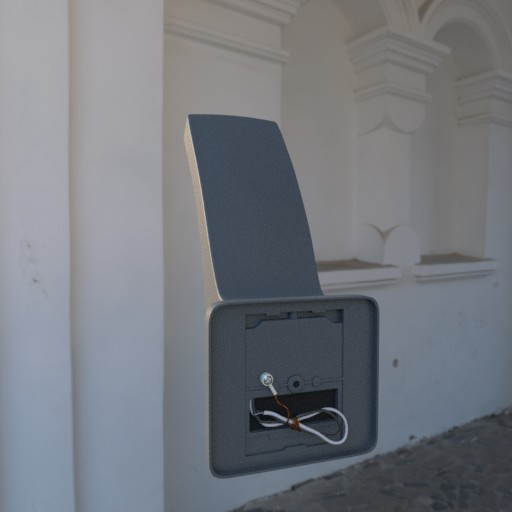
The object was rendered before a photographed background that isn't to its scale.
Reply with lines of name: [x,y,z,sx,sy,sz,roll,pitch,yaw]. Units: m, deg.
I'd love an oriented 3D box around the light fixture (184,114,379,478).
light fixture: [0.000,0.000,0.336,0.108,0.243,0.174,-1,3,-18]
